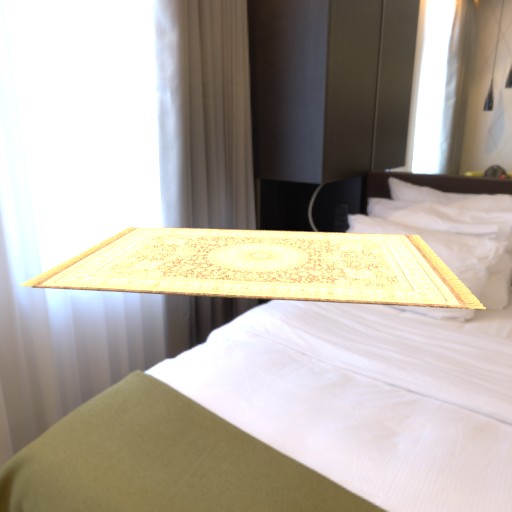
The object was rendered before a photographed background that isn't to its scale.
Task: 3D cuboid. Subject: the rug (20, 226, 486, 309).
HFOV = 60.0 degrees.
[{"bbox_3d":[0.000,0.000,4.220,3.422,0.015,2.143,2,16,7],"label":"rug"}]
